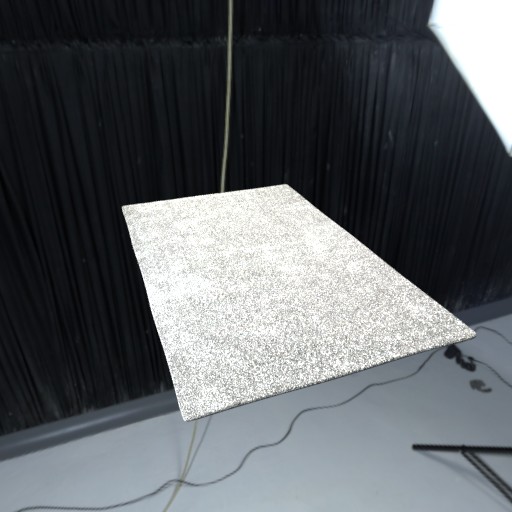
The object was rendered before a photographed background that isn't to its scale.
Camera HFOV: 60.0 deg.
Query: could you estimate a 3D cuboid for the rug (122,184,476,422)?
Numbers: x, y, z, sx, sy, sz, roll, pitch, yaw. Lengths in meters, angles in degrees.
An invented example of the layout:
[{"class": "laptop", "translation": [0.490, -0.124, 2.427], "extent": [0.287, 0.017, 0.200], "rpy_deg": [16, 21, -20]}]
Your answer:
[{"class": "rug", "translation": [0.000, 0.000, 2.959], "extent": [1.502, 0.025, 2.350], "rpy_deg": [-10, 31, -18]}]
